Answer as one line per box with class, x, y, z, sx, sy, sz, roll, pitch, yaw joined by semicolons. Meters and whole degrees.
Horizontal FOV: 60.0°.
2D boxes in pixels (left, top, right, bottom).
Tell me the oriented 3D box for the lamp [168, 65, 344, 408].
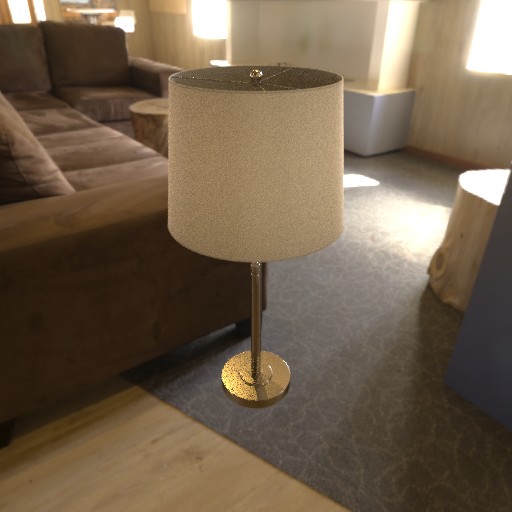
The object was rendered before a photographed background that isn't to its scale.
lamp;0.000;0.000;0.891;0.333;0.696;0.333;0;30;0
